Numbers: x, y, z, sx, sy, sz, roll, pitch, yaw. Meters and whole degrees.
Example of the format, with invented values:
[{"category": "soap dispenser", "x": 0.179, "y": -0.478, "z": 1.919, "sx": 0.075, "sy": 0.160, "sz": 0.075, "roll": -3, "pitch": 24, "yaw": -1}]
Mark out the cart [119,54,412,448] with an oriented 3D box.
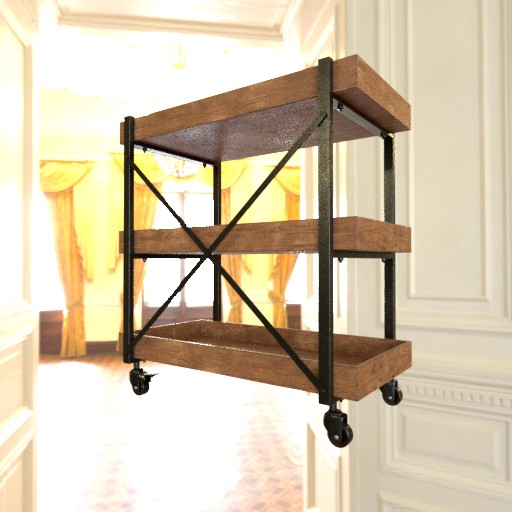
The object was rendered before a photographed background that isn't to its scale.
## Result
[{"category": "cart", "x": 0.000, "y": 0.000, "z": 1.242, "sx": 0.750, "sy": 0.800, "sz": 0.411, "roll": 0, "pitch": -1, "yaw": 36}]
